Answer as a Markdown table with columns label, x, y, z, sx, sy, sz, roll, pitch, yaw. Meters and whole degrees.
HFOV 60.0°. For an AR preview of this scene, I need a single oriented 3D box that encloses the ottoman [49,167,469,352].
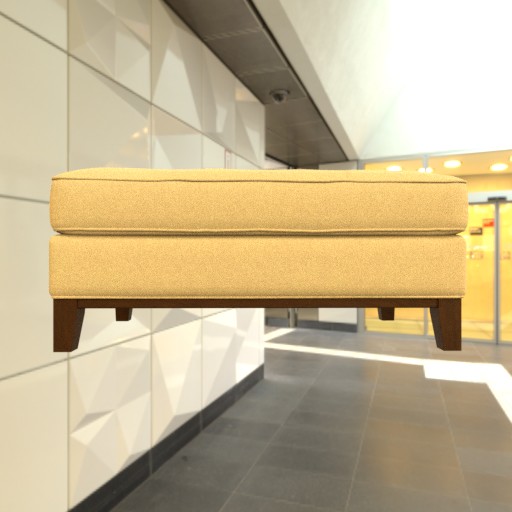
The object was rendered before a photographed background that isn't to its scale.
| label | x | y | z | sx | sy | sz | roll | pitch | yaw |
| --- | --- | --- | --- | --- | --- | --- | --- | --- | --- |
| ottoman | 0.000 | 0.000 | 1.478 | 1.143 | 0.508 | 0.648 | 0 | 0 | -1 |
